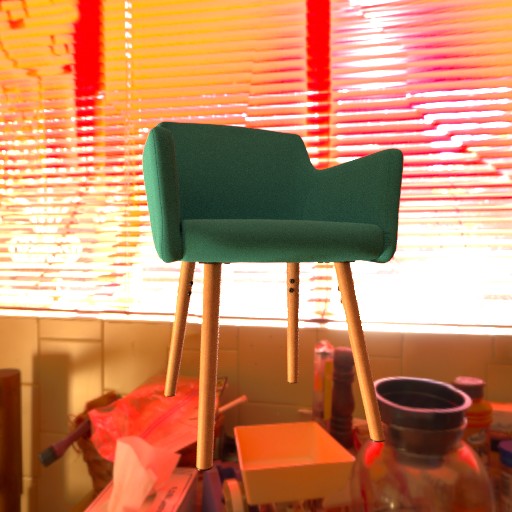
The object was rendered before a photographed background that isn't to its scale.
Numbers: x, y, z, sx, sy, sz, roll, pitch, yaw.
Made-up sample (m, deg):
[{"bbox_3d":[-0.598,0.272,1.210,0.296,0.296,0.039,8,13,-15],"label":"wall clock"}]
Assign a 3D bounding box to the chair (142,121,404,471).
[{"bbox_3d":[0.000,0.000,1.122,0.570,0.780,0.540,0,1,-19],"label":"chair"}]
